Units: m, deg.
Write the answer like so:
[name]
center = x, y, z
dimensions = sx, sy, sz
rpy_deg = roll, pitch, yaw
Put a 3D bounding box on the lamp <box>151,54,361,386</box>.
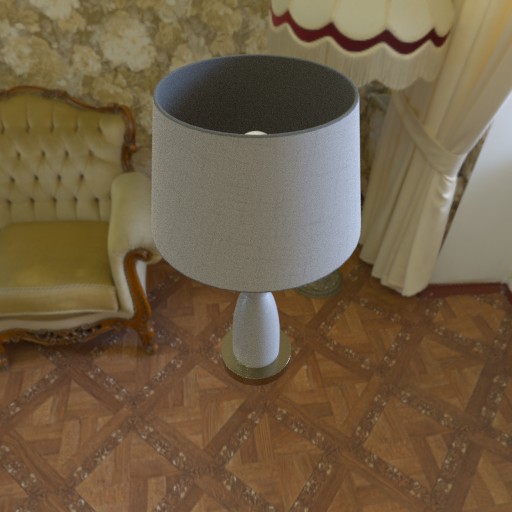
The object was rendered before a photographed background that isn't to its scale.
[lamp]
center = 0.000, 0.000, 0.716
dimensions = 0.309, 0.545, 0.309
rpy_deg = 0, 42, 0
